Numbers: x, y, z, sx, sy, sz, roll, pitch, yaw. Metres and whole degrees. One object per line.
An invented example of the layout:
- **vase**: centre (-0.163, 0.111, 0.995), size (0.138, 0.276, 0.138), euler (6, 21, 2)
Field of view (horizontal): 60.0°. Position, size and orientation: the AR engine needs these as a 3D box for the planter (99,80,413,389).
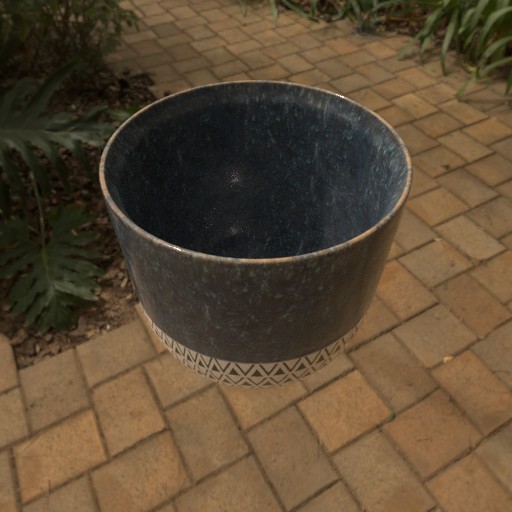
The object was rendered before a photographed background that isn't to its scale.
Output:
- **planter**: centre (0.000, 0.000, 0.483), size (0.266, 0.270, 0.266), euler (0, 47, 0)
